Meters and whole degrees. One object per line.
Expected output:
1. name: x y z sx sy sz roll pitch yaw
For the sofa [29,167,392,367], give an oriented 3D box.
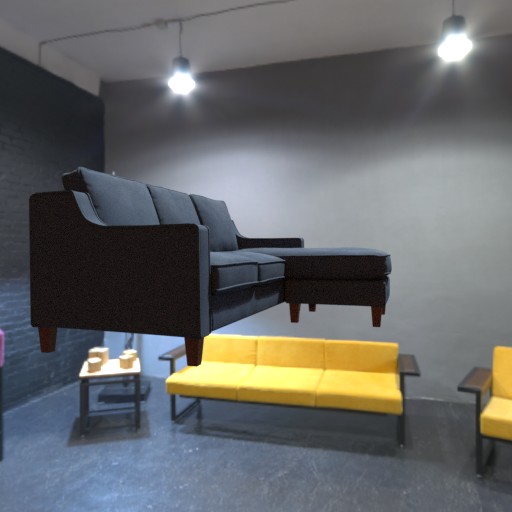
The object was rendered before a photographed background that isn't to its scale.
1. sofa: 0.000 0.000 3.236 1.858 1.066 2.317 0 1 19
